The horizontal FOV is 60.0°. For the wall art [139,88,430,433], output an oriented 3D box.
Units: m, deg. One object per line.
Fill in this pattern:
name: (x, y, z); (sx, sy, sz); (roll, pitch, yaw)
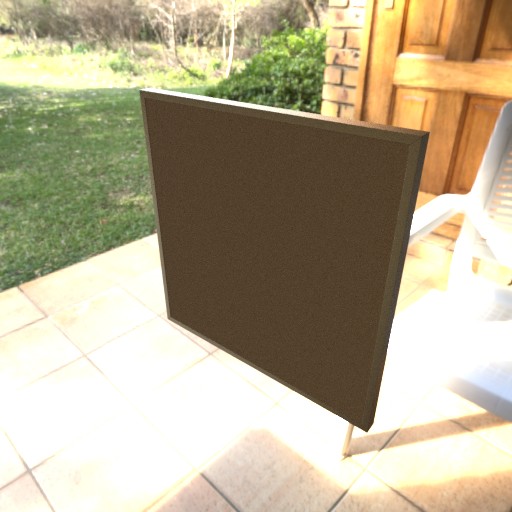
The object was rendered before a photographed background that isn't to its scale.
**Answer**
wall art: (0.000, 0.000, 1.171); (0.762, 0.762, 0.038); (22, 36, 33)
